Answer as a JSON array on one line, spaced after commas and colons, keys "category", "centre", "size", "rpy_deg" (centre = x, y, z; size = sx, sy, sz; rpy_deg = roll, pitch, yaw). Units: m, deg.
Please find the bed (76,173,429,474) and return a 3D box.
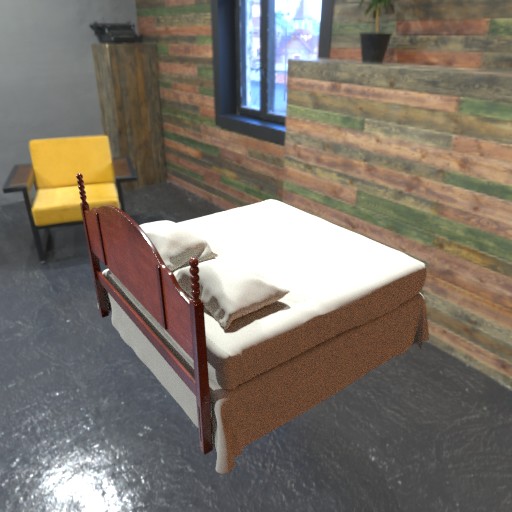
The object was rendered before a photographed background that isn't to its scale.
[{"category": "bed", "centre": [0.000, 0.000, 3.731], "size": [2.219, 1.355, 2.322], "rpy_deg": [-18, 32, -32]}]
